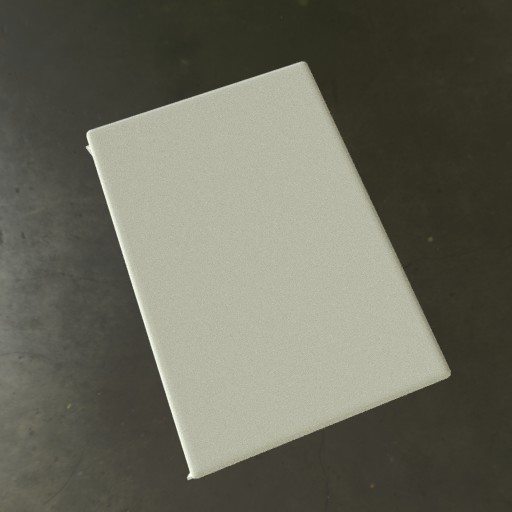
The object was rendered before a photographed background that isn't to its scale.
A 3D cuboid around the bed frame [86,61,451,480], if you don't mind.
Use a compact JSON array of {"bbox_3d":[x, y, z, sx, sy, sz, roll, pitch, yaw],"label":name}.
[{"bbox_3d":[0.000,0.000,2.550,1.445,0.497,1.945,-20,76,-5],"label":"bed frame"}]
